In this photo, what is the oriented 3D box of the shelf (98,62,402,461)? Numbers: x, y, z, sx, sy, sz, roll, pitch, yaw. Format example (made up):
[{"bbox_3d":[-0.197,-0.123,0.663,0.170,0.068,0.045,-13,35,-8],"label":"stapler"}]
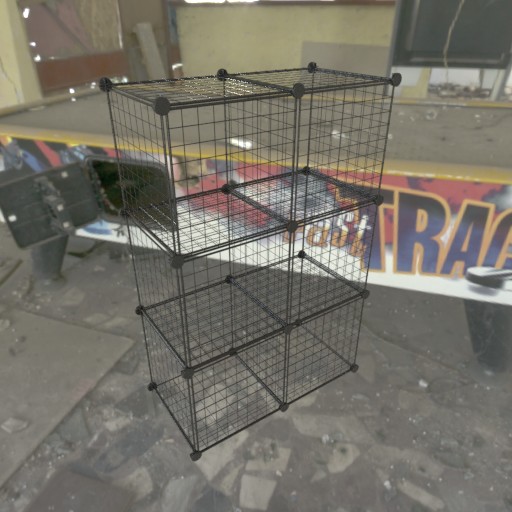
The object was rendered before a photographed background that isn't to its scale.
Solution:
[{"bbox_3d":[0.000,0.000,1.402,0.711,1.067,0.356,-18,34,-29],"label":"shelf"}]
